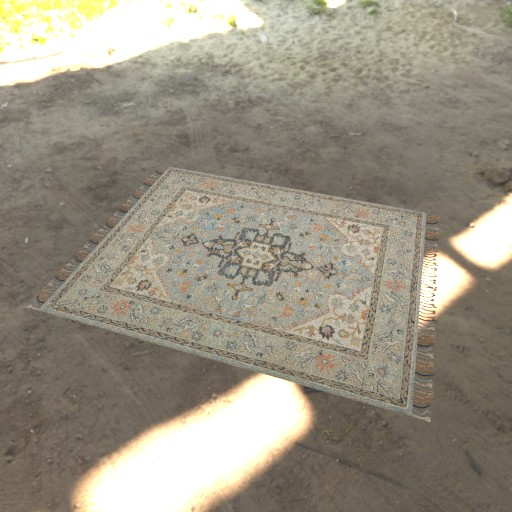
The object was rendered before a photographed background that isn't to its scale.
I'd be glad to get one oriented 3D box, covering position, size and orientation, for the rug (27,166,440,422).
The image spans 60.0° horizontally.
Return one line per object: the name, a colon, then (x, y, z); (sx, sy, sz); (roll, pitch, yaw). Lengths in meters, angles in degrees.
rug: (0.000, 0.000, 2.209); (1.730, 0.009, 1.278); (12, 43, 13)
